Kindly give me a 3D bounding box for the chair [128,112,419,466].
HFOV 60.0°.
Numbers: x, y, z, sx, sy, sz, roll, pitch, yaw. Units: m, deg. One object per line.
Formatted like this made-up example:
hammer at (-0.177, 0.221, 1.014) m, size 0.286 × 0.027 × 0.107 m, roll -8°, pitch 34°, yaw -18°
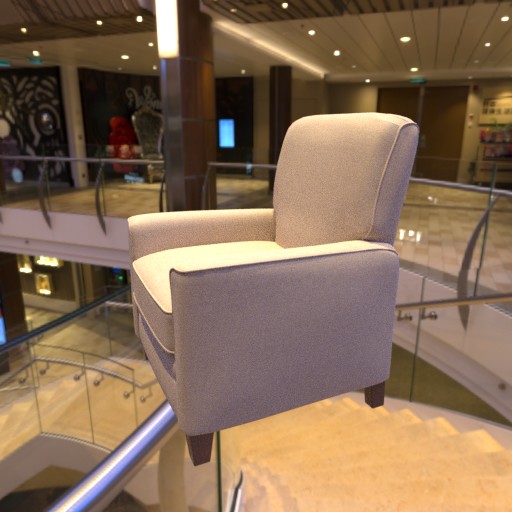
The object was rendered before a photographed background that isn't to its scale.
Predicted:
chair at (0.000, 0.000, 1.662) m, size 0.858 × 1.023 × 0.841 m, roll -7°, pitch 18°, yaw -24°
